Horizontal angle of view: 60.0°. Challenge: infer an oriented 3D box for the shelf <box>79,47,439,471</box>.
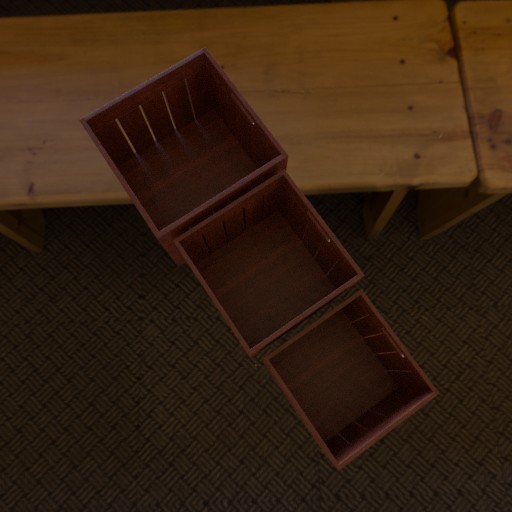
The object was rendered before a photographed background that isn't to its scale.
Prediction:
[{"bbox_3d":[0.000,0.000,1.231,0.393,0.311,1.064,-34,78,-8],"label":"shelf"}]
